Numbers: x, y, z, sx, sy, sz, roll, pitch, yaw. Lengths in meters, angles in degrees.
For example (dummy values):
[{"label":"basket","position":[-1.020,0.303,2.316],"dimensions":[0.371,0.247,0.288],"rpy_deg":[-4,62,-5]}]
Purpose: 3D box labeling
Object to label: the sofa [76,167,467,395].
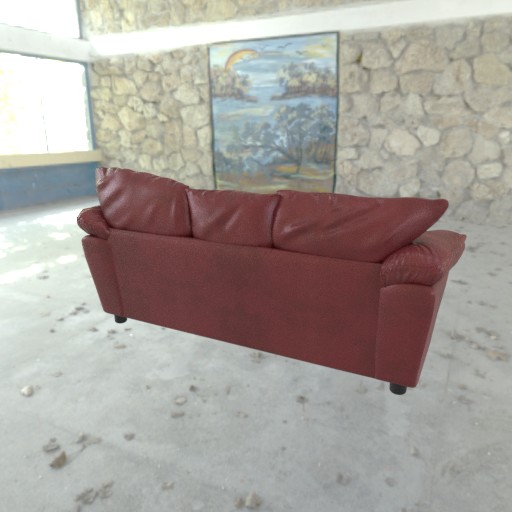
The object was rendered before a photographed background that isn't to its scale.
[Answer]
[{"label":"sofa","position":[0.000,0.000,2.849],"dimensions":[2.390,1.091,0.907],"rpy_deg":[8,18,26]}]
